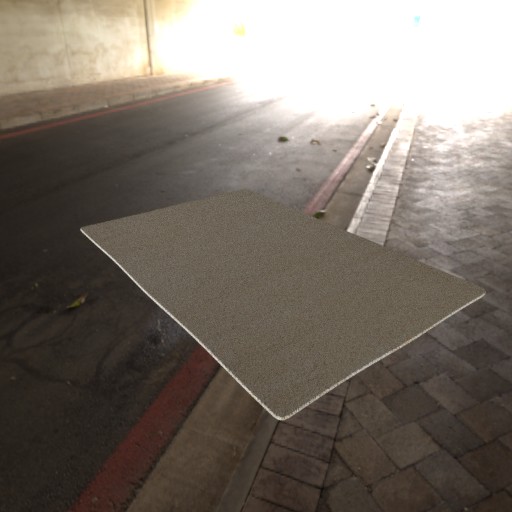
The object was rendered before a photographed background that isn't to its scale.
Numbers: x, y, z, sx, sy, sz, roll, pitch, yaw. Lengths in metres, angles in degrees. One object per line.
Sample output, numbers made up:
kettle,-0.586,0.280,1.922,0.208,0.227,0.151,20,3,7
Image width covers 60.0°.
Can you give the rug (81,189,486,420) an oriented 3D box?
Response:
rug,0.000,0.000,3.379,1.798,0.025,2.698,-19,32,-33
